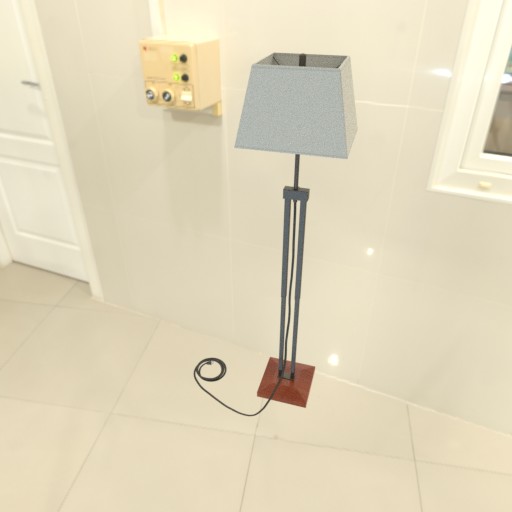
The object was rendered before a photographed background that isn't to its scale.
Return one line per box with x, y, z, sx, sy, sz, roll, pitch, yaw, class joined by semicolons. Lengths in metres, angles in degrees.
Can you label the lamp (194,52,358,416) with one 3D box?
0.000;0.000;2.041;0.745;1.712;0.472;9;34;14;lamp
